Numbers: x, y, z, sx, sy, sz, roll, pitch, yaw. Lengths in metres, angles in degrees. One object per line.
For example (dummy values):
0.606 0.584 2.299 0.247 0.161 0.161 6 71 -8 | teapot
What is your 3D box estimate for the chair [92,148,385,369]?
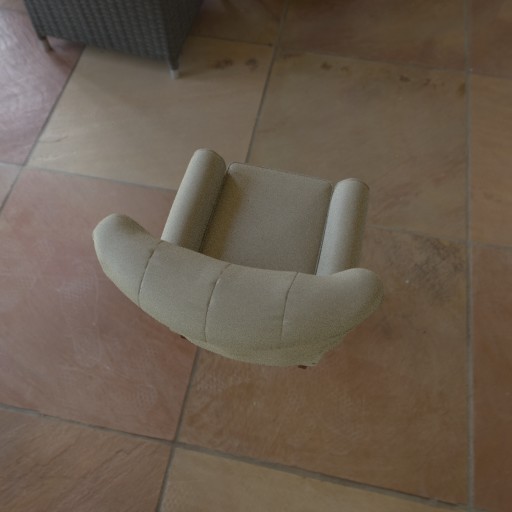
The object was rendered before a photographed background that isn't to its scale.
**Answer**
0.000 0.000 1.946 0.943 1.158 1.059 13 65 6 | chair
